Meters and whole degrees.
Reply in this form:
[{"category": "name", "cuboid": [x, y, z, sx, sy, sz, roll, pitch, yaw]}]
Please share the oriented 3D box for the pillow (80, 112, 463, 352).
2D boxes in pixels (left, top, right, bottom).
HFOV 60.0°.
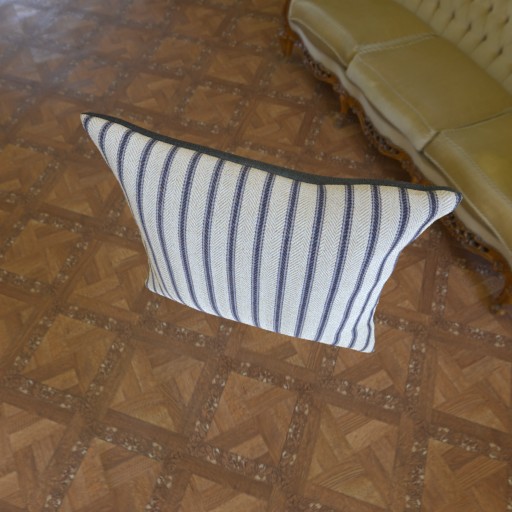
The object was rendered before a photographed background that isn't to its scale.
[{"category": "pillow", "cuboid": [0.000, 0.000, 0.694, 0.468, 0.444, 0.138, 14, 58, 9]}]
